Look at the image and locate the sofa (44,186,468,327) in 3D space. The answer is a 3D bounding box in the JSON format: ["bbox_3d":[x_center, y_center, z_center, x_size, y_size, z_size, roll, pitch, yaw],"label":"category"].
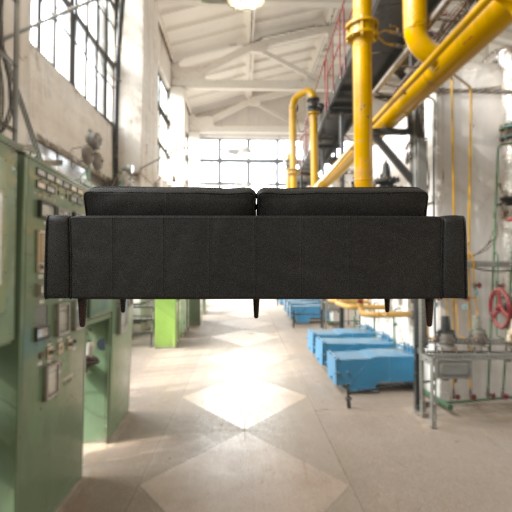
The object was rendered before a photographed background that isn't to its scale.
[{"bbox_3d":[0.000,0.000,2.708,2.210,0.762,0.914,0,-1,0],"label":"sofa"}]
